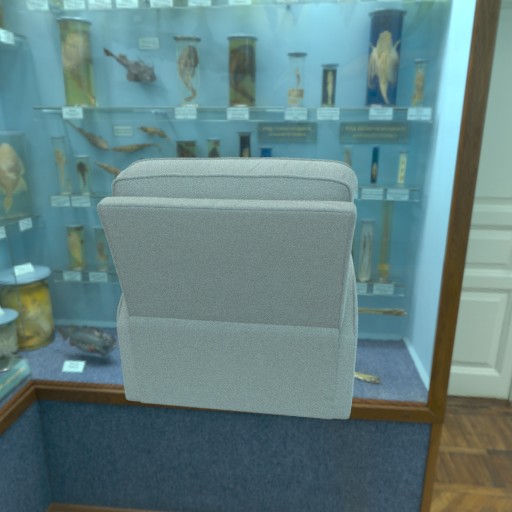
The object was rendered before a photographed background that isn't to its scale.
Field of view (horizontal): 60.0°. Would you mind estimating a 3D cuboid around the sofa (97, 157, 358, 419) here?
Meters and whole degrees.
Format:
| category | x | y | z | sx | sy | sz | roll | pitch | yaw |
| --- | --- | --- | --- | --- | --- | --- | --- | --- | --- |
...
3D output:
| category | x | y | z | sx | sy | sz | roll | pitch | yaw |
| --- | --- | --- | --- | --- | --- | --- | --- | --- | --- |
| sofa | 0.000 | 0.000 | 2.040 | 0.861 | 0.959 | 1.472 | 2 | 17 | 8 |
